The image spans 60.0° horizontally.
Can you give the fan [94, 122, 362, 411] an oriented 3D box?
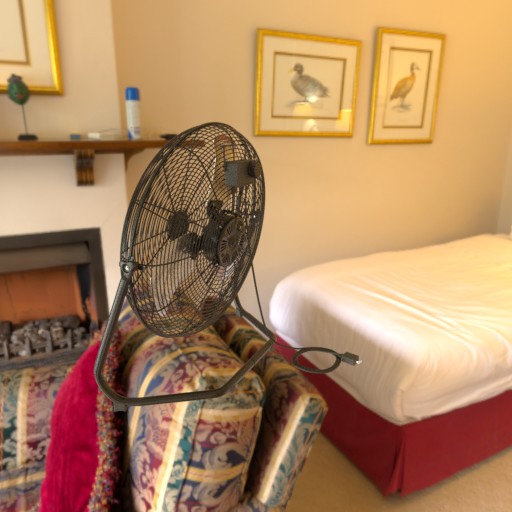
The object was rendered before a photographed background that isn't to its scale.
[{"bbox_3d":[0.000,0.000,0.942,0.424,0.546,0.555,8,18,25],"label":"fan"}]
